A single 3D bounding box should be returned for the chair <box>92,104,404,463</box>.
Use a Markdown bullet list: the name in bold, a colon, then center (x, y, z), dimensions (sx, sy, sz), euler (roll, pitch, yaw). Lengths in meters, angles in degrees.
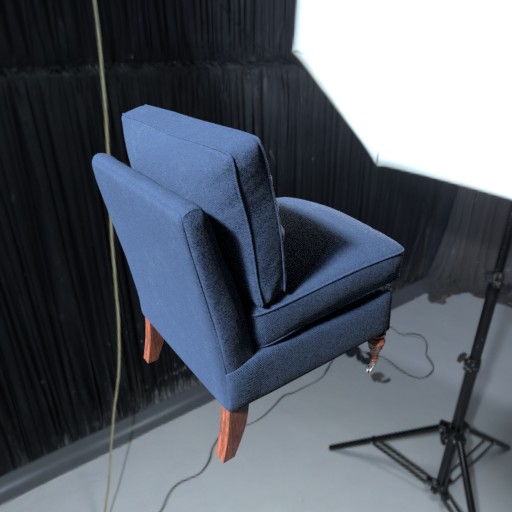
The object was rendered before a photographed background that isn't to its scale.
- **chair**: center (0.000, 0.000, 1.665), dimensions (0.912, 1.052, 0.724), euler (-17, 31, -31)
